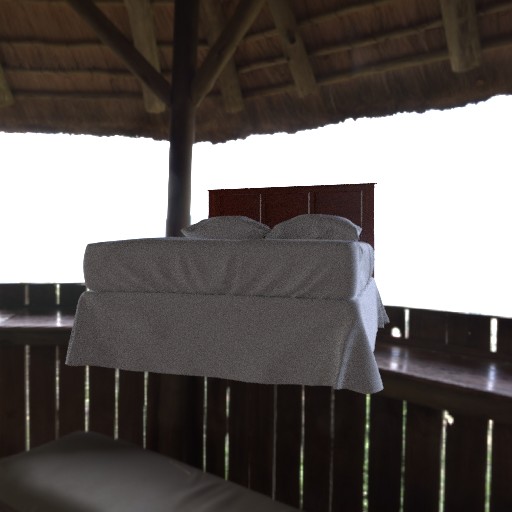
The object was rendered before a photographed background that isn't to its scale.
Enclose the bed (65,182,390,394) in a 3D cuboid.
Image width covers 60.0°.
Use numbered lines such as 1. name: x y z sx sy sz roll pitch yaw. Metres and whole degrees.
1. bed: 0.000 0.000 3.243 1.870 1.270 2.050 0 1 17
